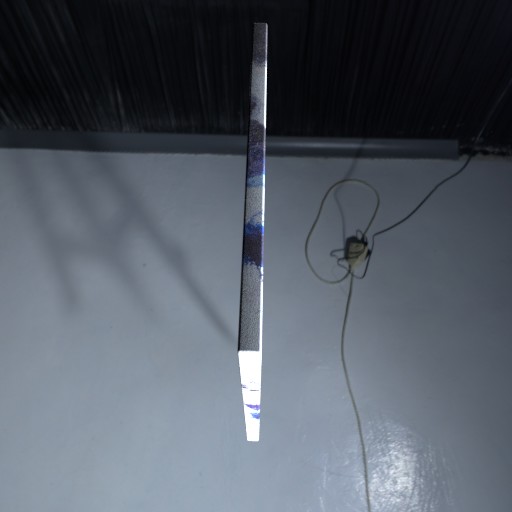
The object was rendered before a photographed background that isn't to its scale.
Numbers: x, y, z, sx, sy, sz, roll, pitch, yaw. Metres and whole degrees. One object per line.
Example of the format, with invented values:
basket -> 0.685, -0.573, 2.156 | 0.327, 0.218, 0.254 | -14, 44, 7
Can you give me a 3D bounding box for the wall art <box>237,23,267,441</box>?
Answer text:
wall art -> 0.000, 0.000, 1.305 | 0.038, 0.885, 0.887 | 1, 59, 1
